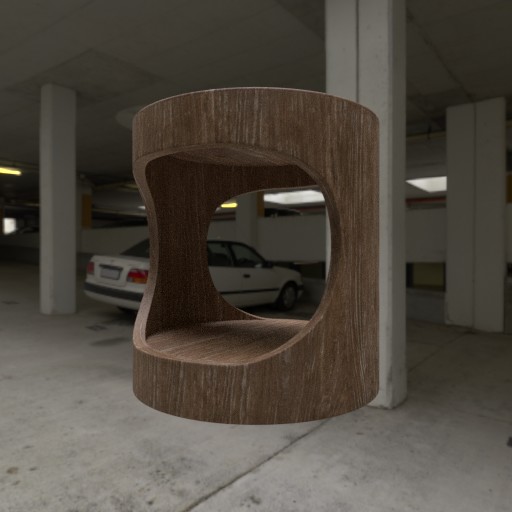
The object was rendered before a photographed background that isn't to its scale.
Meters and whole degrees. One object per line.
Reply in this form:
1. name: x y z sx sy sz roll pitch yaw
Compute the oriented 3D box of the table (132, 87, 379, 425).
1. table: 0.000 0.000 0.983 0.527 0.551 0.527 0 0 0
